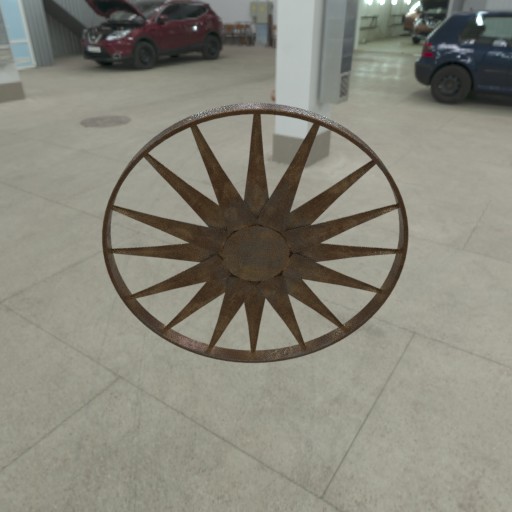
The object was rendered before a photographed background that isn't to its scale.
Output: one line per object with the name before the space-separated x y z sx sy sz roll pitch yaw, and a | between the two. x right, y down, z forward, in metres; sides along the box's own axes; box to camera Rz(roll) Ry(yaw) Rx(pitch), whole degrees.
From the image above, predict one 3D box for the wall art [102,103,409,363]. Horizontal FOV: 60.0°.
wall art | 0.000 0.000 0.870 0.582 0.583 0.084 -1 30 -1
